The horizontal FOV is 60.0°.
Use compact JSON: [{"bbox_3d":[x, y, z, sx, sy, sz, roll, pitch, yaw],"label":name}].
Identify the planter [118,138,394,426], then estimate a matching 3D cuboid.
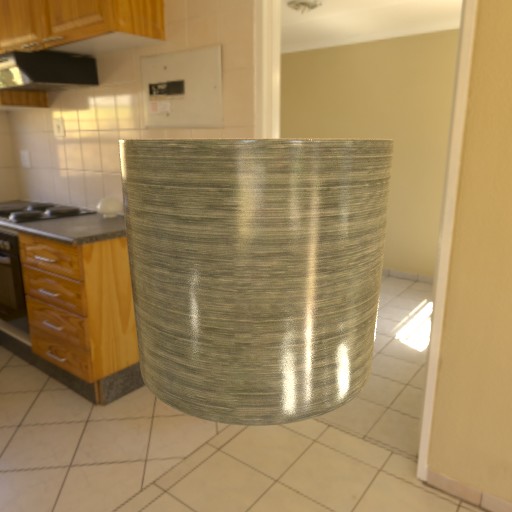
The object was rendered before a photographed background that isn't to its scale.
[{"bbox_3d":[0.000,0.000,0.396,0.221,0.201,0.221,0,14,0],"label":"planter"}]
